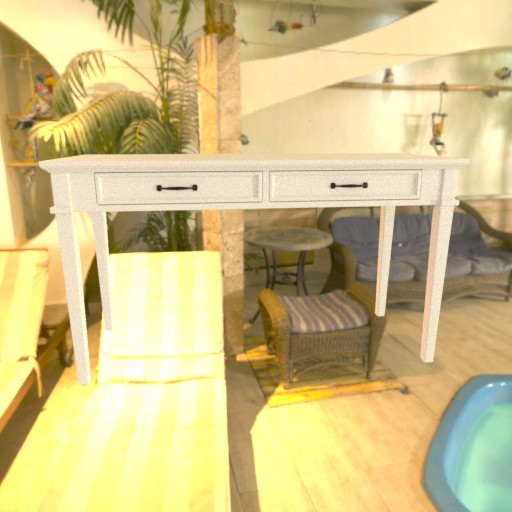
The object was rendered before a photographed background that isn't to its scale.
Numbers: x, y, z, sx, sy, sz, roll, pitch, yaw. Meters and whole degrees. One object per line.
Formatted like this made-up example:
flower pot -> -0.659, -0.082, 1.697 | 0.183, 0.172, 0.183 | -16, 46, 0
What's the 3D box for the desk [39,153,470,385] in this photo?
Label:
desk -> 0.000, 0.000, 1.765 | 1.372, 0.774, 0.559 | -2, 15, -7
